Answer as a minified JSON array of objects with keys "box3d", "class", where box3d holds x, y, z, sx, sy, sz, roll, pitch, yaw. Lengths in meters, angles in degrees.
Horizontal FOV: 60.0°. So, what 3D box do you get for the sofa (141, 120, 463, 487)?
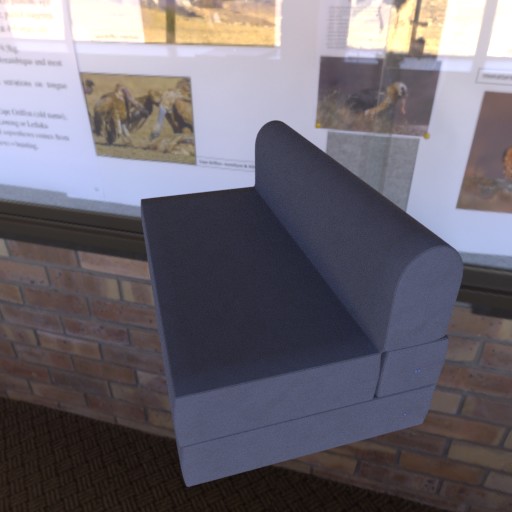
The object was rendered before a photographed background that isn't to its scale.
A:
[{"box3d":[0.000,0.000,1.621,0.762,0.660,1.219,-9,32,-14],"class":"sofa"}]
